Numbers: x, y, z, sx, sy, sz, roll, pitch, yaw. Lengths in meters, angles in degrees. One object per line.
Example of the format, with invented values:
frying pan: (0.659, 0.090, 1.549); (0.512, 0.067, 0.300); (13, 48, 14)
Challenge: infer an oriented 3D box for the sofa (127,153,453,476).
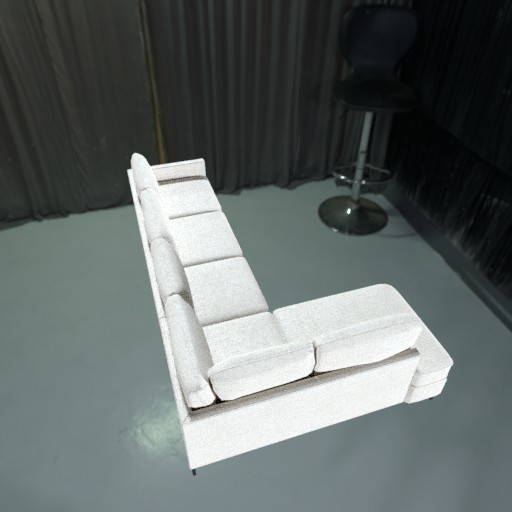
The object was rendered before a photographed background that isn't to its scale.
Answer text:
sofa: (0.000, 0.000, 4.307); (2.048, 0.996, 3.384); (-12, 42, -14)
